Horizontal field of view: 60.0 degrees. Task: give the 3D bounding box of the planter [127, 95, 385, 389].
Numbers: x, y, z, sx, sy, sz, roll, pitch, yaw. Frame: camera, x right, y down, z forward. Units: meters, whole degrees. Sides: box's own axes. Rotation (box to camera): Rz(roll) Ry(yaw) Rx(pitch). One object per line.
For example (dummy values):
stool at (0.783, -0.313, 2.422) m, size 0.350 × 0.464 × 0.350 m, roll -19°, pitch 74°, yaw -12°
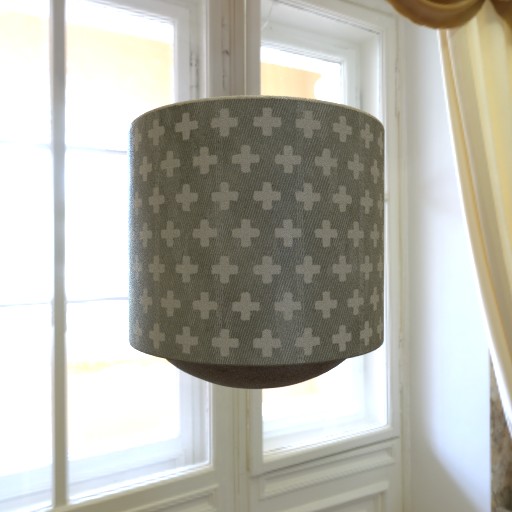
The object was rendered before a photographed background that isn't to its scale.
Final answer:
planter at (0.000, 0.000, 0.342) m, size 0.190 × 0.181 × 0.190 m, roll 0°, pitch 1°, yaw 0°
